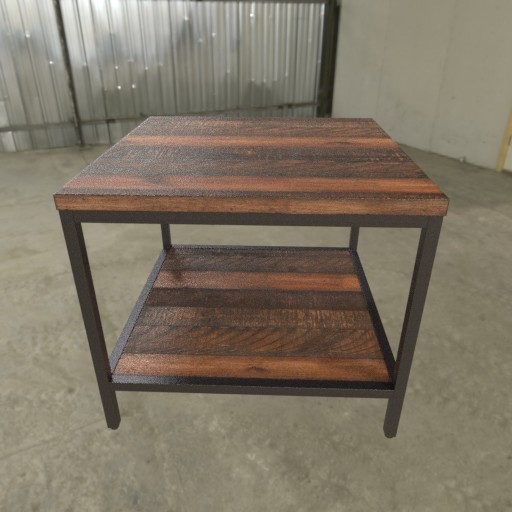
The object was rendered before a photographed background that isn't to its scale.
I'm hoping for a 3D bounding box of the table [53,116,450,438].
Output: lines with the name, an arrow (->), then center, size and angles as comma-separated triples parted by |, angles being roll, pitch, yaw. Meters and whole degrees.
table -> 0.000, 0.000, 0.966 | 0.548, 0.482, 0.553 | 1, 28, 2
